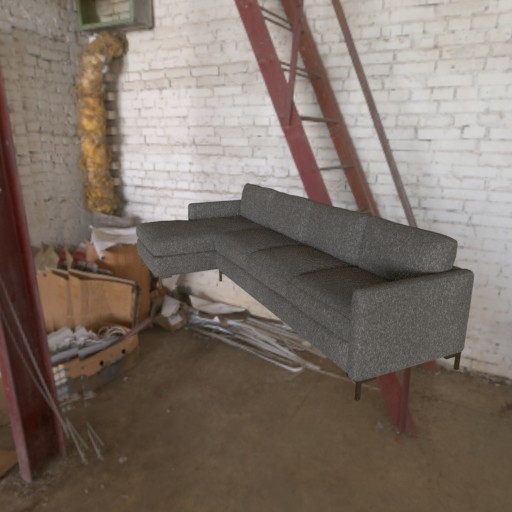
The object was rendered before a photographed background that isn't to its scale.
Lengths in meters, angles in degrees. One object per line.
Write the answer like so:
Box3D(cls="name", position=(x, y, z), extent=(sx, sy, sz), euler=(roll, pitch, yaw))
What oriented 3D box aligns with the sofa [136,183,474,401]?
Box3D(cls="sofa", position=(0.000, 0.000, 3.482), extent=(1.350, 0.810, 2.932), euler=(-8, 18, -24))
